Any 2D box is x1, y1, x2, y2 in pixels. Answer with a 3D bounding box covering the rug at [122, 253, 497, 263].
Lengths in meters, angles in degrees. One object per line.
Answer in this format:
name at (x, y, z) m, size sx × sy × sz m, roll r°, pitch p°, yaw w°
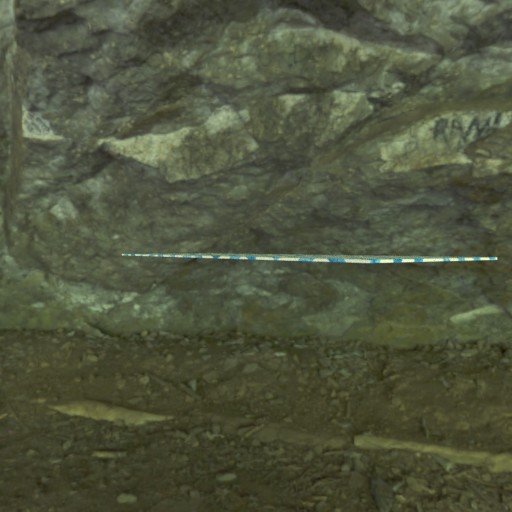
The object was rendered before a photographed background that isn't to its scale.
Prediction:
rug at (0.000, 0.000, 1.627) m, size 0.503 × 0.007 × 1.492 m, roll -1°, pitch 1°, yaw -35°
